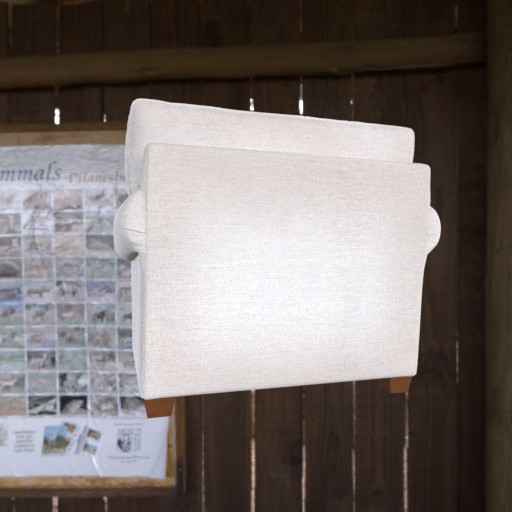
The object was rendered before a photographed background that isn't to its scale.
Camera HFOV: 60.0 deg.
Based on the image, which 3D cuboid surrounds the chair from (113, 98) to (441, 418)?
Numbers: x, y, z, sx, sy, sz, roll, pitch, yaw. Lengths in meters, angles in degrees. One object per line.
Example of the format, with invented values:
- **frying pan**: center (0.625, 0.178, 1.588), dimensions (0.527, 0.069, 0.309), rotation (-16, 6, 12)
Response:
- **chair**: center (0.000, 0.000, 1.774), dimensions (1.092, 0.961, 0.965), rotation (0, -1, -17)
